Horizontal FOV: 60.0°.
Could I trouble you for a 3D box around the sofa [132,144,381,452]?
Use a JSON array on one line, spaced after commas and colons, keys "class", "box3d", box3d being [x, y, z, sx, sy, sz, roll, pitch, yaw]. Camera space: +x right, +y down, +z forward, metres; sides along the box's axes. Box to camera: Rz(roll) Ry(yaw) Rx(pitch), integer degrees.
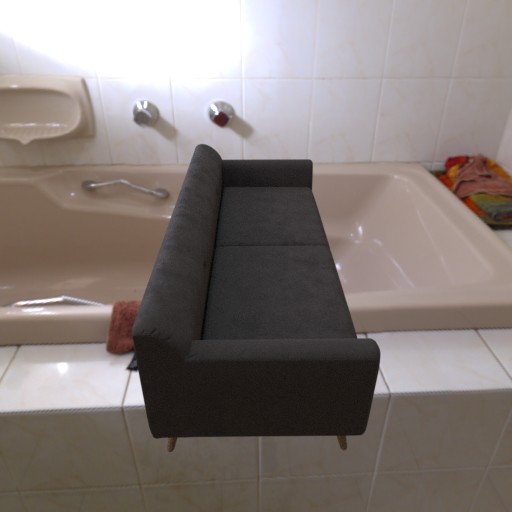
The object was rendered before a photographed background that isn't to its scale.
[{"class": "sofa", "box3d": [0.000, 0.000, 2.641, 0.900, 0.740, 2.190, 0, 31, 0]}]
